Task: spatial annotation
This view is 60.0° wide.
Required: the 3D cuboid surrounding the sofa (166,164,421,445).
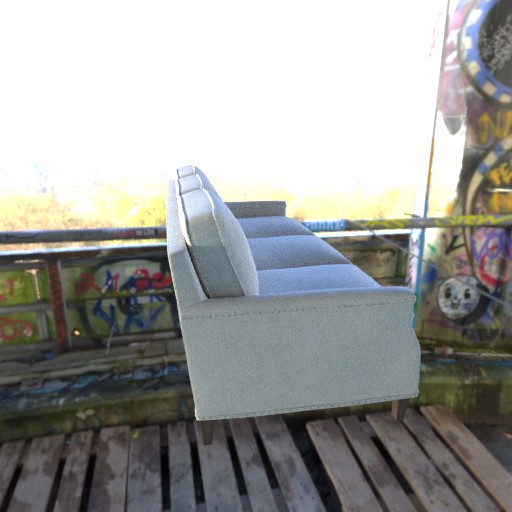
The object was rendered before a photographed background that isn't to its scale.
[{"bbox_3d":[0.000,0.000,2.823,1.084,1.003,2.246,-3,17,-10],"label":"sofa"}]
